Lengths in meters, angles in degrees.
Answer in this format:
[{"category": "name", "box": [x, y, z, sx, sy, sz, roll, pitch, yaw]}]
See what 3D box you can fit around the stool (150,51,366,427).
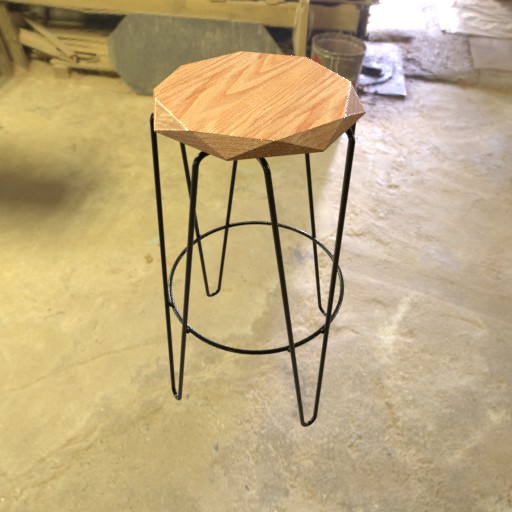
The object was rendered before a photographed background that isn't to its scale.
[{"category": "stool", "box": [0.000, 0.000, 0.783, 0.326, 0.610, 0.326, 9, 46, 9]}]
